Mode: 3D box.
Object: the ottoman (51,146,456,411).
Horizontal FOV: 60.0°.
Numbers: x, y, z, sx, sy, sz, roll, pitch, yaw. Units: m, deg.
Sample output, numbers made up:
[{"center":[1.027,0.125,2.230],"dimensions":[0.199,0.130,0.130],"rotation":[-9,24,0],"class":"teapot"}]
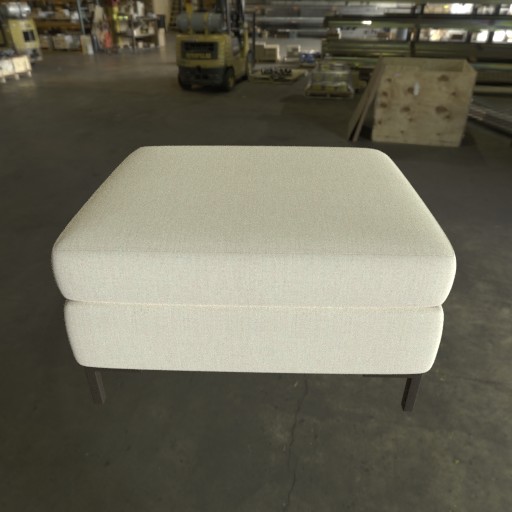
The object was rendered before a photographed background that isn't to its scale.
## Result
[{"center":[0.000,0.000,1.174],"dimensions":[0.794,0.453,0.657],"rotation":[1,31,1],"class":"ottoman"}]
